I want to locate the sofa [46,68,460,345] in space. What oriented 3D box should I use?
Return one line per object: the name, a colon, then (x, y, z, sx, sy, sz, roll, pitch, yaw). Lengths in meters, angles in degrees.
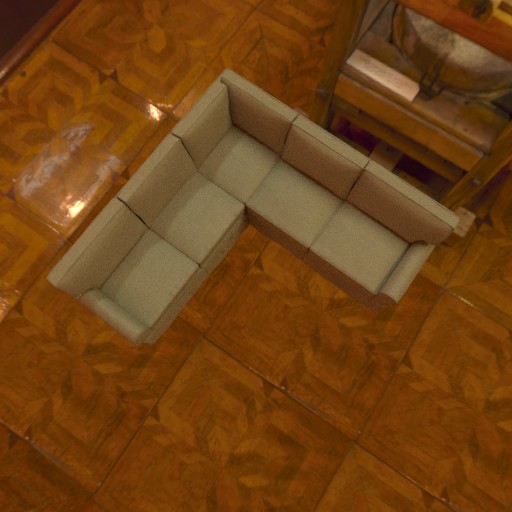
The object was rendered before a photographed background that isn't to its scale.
sofa: (0.000, 0.000, 4.180, 2.623, 1.081, 2.618, 35, 79, 8)
